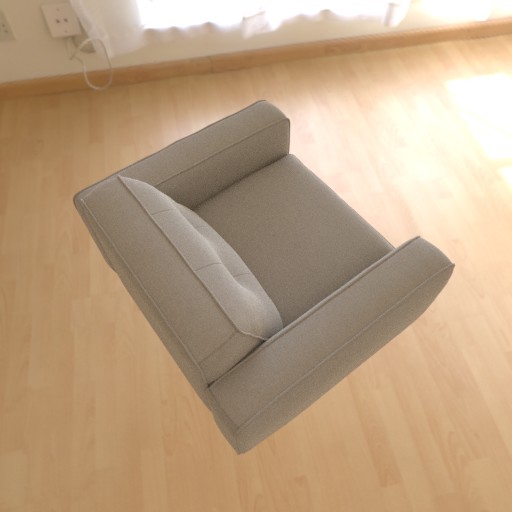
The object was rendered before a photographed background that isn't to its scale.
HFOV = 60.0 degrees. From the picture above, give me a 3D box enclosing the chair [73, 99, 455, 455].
[{"bbox_3d":[0.000,0.000,1.744,0.953,0.779,1.115,-33,64,-18],"label":"chair"}]
